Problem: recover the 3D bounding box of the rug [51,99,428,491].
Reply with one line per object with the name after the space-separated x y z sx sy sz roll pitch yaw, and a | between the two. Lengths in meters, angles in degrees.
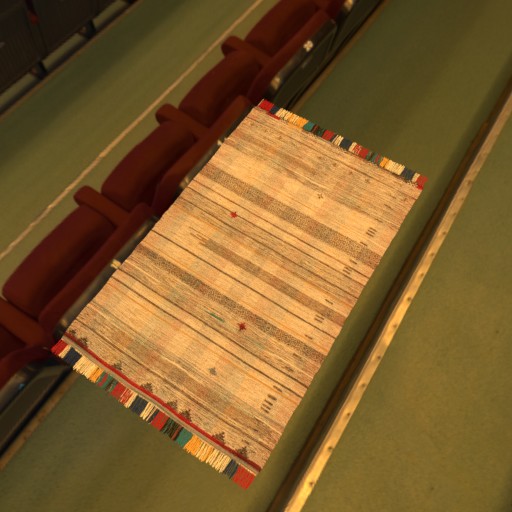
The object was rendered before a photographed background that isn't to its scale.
0.000 0.000 2.991 1.465 0.012 2.465 30 68 13 | rug
